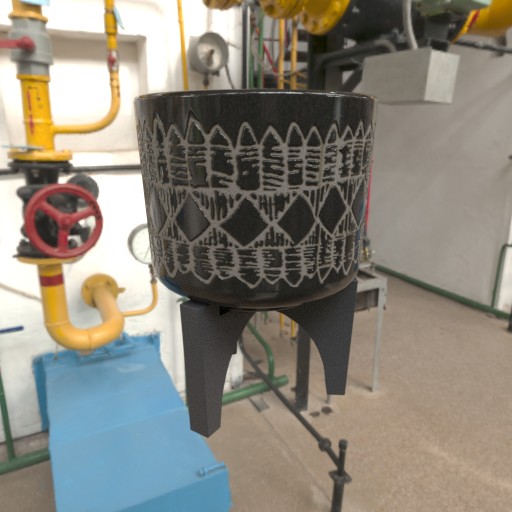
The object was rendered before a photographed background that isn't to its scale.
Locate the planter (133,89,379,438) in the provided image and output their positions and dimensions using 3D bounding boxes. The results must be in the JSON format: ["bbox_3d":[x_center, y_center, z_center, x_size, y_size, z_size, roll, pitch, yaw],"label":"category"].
[{"bbox_3d":[0.000,0.000,0.265,0.129,0.177,0.129,0,16,0],"label":"planter"}]
